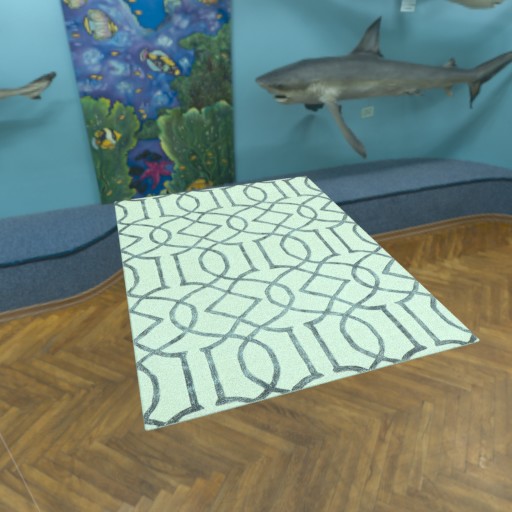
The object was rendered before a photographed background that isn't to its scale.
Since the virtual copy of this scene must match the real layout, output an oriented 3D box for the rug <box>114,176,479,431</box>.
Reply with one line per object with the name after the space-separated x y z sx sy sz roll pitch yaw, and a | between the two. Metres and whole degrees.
0.000 0.000 3.834 2.211 0.021 2.910 -10 35 -15 | rug
